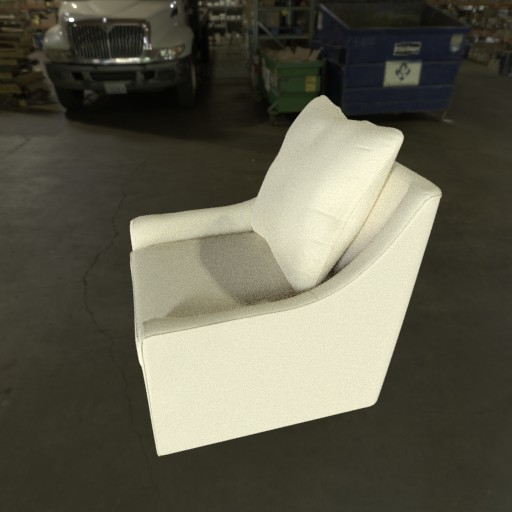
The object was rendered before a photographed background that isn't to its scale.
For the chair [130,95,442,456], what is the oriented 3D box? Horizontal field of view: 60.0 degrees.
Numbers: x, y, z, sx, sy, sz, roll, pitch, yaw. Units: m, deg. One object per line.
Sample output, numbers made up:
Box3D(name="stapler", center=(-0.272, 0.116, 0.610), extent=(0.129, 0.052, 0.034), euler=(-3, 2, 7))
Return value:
Box3D(name="chair", center=(0.000, 0.000, 1.570), extent=(0.876, 0.965, 0.756), euler=(-8, 31, -13))
